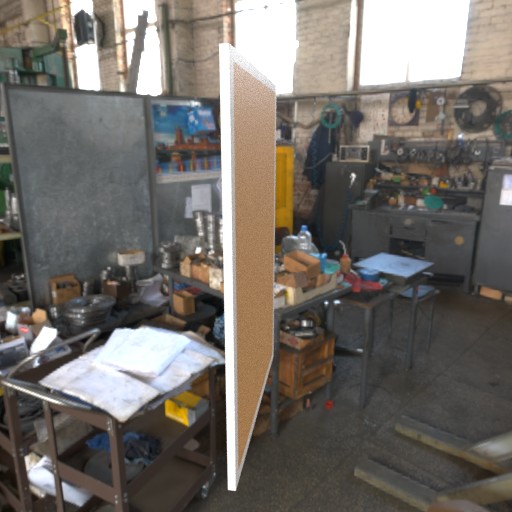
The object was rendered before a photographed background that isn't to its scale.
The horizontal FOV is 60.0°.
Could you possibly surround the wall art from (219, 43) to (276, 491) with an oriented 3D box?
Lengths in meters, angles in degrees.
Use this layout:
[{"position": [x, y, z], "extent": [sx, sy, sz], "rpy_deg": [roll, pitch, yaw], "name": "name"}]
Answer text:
[{"position": [0.000, 0.000, 0.841], "extent": [0.013, 0.656, 0.456], "rpy_deg": [3, 15, 9], "name": "wall art"}]
